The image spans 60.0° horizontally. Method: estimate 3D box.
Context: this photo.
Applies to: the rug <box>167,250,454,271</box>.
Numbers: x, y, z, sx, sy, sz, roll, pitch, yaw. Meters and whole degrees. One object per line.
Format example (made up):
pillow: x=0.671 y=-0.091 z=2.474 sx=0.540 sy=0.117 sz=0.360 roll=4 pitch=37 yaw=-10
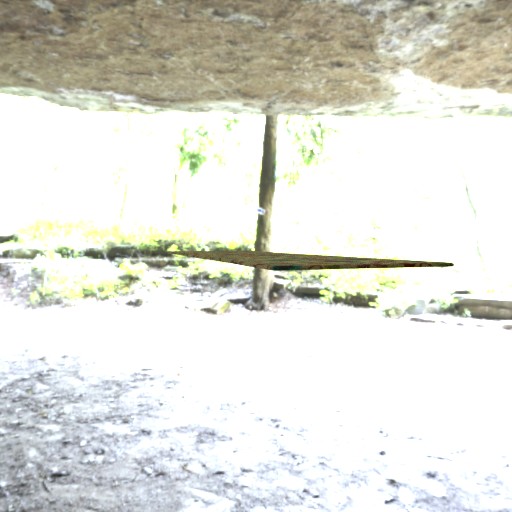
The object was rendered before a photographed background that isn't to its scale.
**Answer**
rug: x=0.000 y=0.000 z=2.489 sx=0.693 sy=0.016 sz=2.273 roll=-1 pitch=2 yaw=-19
